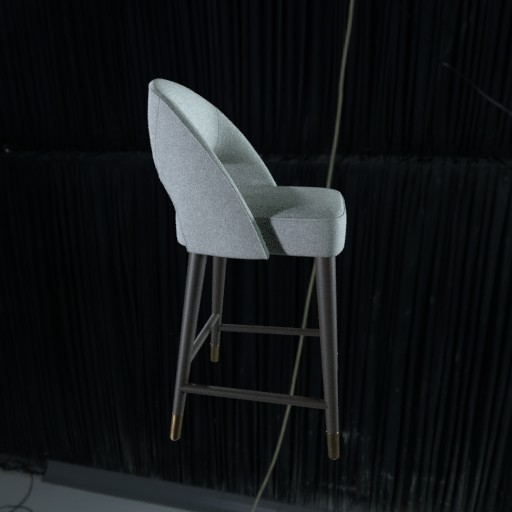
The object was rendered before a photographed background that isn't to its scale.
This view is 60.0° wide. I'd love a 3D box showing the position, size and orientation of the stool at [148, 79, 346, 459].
[{"bbox_3d":[0.000,0.000,1.259,0.509,0.940,0.494,3,17,9],"label":"stool"}]
